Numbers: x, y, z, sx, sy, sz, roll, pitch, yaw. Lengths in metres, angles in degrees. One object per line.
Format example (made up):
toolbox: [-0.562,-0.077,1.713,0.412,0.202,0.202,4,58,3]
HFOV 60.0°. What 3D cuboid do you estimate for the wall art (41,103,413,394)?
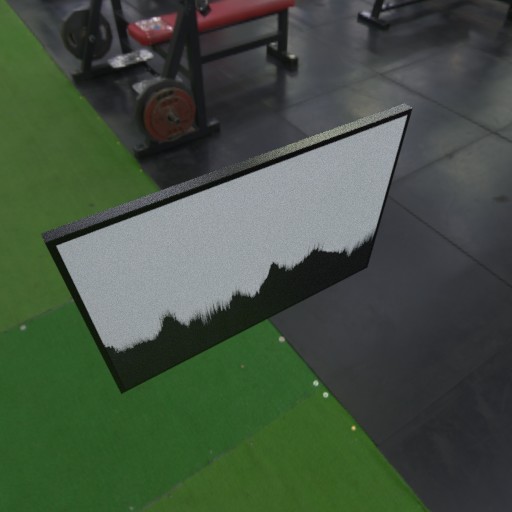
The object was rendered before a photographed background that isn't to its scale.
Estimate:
wall art: [0.000,0.000,0.865,0.659,0.446,0.022,-24,52,-21]
